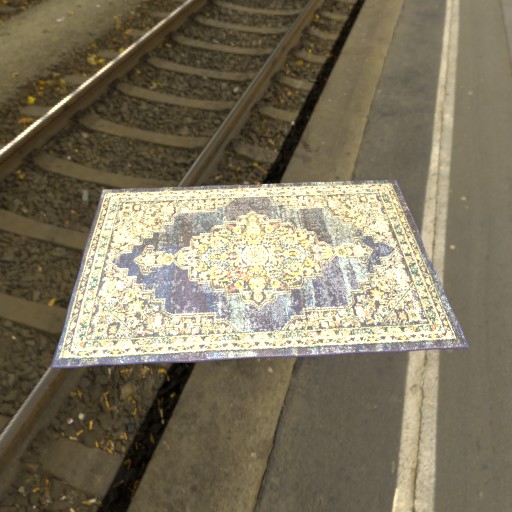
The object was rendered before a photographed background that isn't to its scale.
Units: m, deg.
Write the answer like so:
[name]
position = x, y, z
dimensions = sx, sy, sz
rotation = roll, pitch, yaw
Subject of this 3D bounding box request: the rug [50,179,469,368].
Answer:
[rug]
position = 0.000, 0.000, 2.274
dimensions = 1.781, 0.012, 1.184
rotation = -2, 47, -2
